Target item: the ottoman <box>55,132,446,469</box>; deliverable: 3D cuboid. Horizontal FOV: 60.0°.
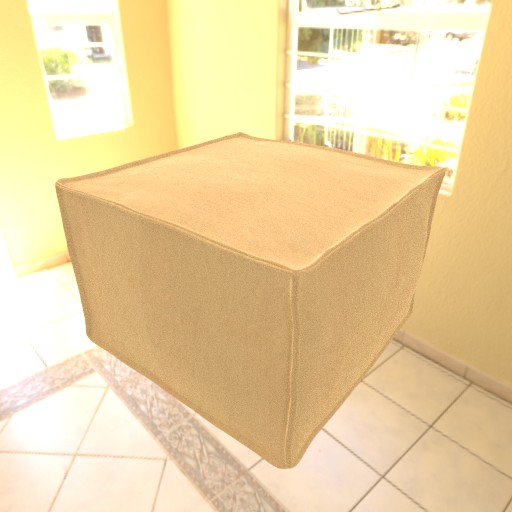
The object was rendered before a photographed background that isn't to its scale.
[{"bbox_3d":[0.000,0.000,1.152,0.707,0.470,0.696,21,35,33],"label":"ottoman"}]
